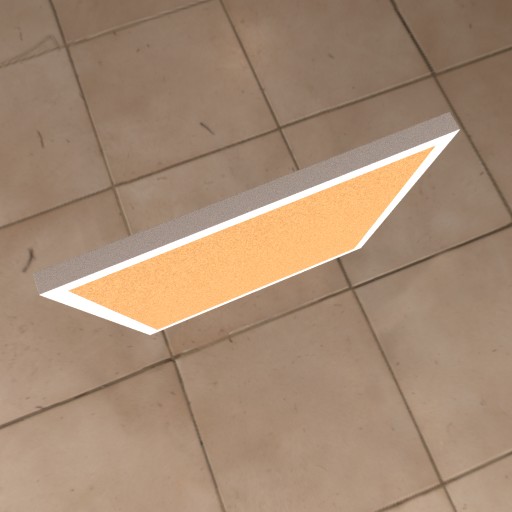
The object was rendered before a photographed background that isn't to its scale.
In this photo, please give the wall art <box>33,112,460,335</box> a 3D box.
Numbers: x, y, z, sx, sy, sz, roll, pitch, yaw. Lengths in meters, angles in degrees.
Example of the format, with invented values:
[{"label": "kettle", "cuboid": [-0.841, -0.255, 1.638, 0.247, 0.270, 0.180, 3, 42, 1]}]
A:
[{"label": "wall art", "cuboid": [0.000, 0.000, 1.114, 0.762, 0.762, 0.038, -22, 76, -6]}]
